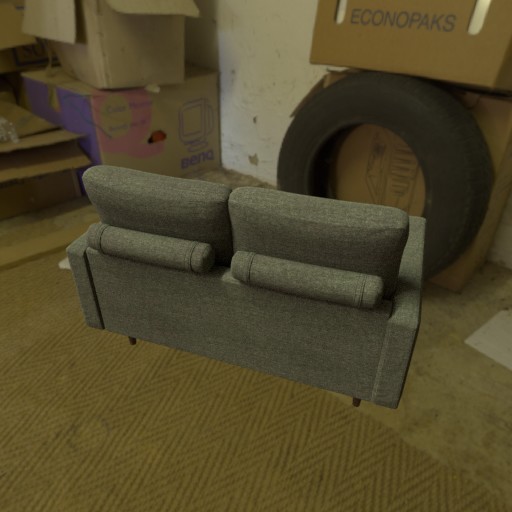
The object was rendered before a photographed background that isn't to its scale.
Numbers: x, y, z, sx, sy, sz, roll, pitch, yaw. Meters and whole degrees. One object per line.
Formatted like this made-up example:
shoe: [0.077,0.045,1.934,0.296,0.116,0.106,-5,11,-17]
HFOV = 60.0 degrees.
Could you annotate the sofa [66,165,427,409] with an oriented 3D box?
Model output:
sofa: [0.000,0.000,1.996,1.407,0.907,0.842,11,35,16]
